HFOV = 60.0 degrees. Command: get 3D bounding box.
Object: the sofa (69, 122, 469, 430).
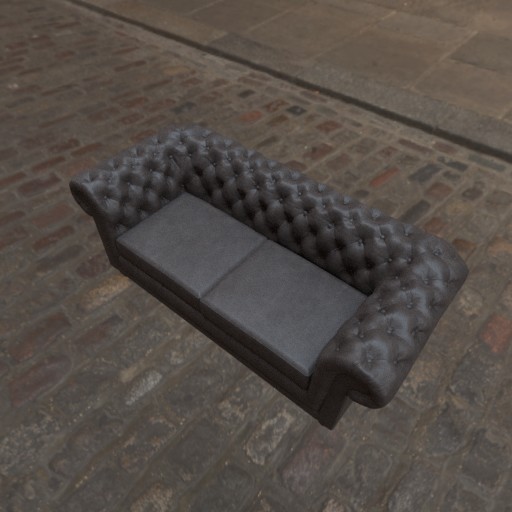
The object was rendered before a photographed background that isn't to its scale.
[{"bbox_3d":[0.000,0.000,2.545,2.048,0.779,0.944,31,55,26],"label":"sofa"}]
